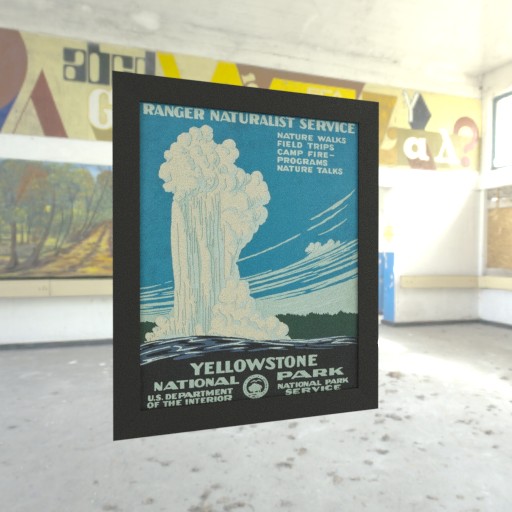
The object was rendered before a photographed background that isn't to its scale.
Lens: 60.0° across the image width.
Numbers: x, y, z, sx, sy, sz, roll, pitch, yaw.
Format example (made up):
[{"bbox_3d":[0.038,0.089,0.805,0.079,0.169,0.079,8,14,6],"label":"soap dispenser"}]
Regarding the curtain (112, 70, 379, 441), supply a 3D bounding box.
[{"bbox_3d":[0.000,0.000,0.785,0.483,0.585,0.027,0,0,-18],"label":"curtain"}]
